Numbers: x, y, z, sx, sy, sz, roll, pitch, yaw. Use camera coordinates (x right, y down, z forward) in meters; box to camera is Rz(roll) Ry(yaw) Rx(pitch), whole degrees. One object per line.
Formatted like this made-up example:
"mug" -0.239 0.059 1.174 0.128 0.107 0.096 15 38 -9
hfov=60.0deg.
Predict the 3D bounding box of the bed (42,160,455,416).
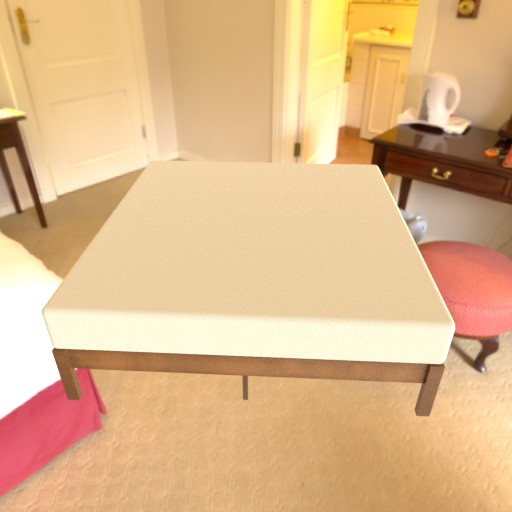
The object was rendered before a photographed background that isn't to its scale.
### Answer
"bed" 0.000 0.000 3.051 1.930 0.616 2.049 2 32 3
